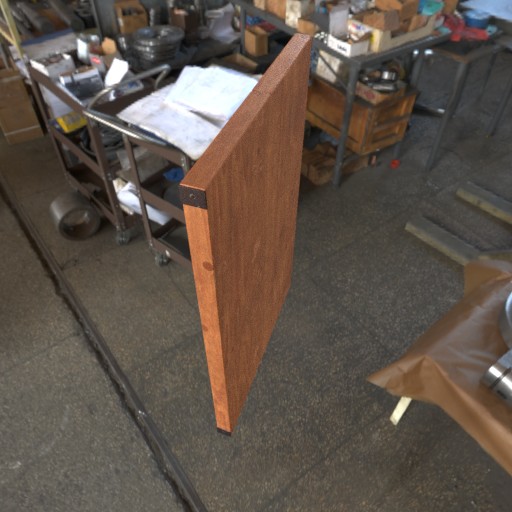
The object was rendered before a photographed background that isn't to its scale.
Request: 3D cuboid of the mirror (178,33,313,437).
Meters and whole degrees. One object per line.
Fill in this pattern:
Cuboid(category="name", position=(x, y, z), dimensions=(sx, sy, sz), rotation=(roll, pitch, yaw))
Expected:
Cuboid(category="mirror", position=(0.000, 0.000, 0.980), dimensions=(0.053, 0.761, 0.517), rotation=(14, 48, 13))
